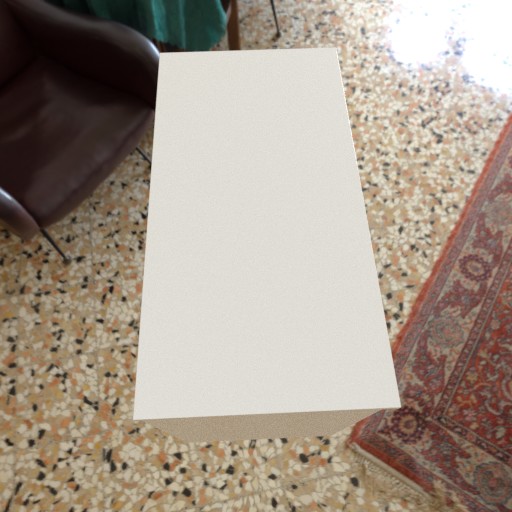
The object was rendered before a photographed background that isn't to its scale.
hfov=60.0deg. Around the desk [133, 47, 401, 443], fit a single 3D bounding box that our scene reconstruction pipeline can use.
[{"bbox_3d":[0.000,0.000,1.495,0.560,0.735,1.097,-2,64,-1],"label":"desk"}]
